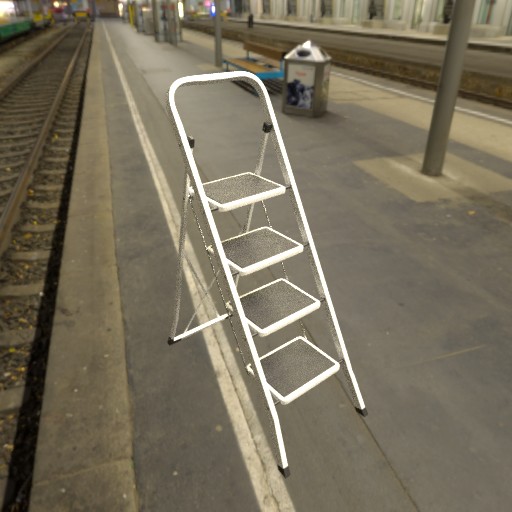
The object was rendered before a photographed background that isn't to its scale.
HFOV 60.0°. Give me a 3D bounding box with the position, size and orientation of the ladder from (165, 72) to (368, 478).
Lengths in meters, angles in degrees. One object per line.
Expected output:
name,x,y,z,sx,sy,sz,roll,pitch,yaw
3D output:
ladder,0.000,0.000,1.711,0.460,1.265,0.914,-21,36,-33
